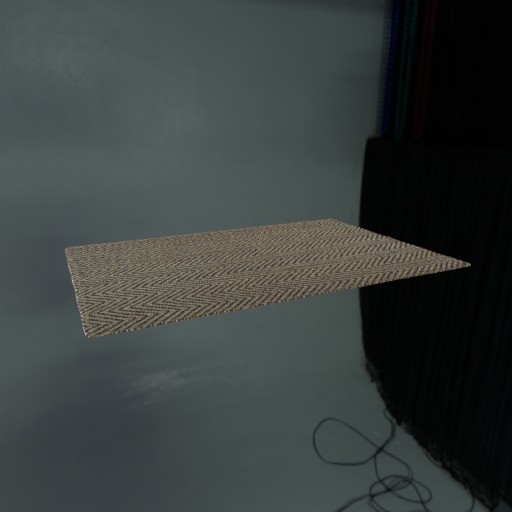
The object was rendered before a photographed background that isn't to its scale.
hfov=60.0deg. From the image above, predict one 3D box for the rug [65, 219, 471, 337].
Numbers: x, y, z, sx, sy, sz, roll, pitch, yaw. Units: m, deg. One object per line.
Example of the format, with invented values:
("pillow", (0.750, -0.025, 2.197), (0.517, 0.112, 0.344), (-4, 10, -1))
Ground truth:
("rug", (0.000, 0.000, 2.367), (1.828, 0.008, 1.219), (-8, 19, -24))
